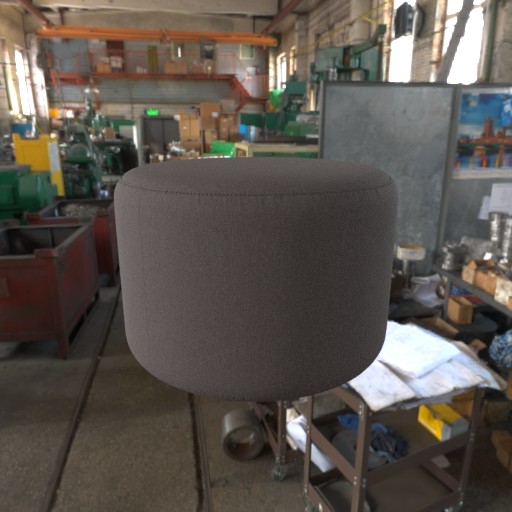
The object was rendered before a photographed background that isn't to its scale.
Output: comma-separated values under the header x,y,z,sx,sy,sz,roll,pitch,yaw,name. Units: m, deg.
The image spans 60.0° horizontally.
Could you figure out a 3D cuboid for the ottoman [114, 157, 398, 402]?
x,y,z,sx,sy,sz,roll,pitch,yaw,name
0.000,0.000,1.031,0.608,0.433,0.608,0,16,0,ottoman
